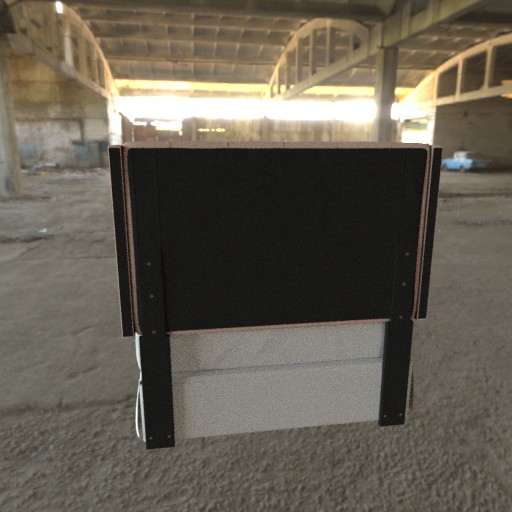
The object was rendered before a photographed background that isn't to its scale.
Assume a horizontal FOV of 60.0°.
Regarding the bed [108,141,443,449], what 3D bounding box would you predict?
[{"bbox_3d":[0.000,0.000,3.374,1.719,1.665,2.066,-2,14,-9],"label":"bed"}]
